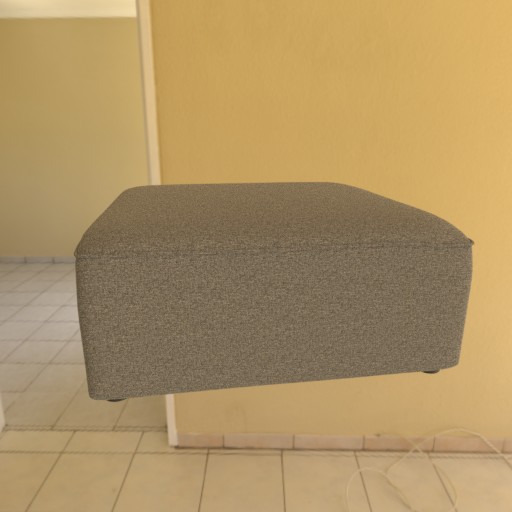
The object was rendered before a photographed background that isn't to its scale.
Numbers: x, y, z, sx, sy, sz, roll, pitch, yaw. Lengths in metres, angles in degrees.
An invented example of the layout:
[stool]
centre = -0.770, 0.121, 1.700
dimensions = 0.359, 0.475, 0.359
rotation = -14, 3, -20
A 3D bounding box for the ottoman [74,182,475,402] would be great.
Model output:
[ottoman]
centre = 0.000, 0.000, 1.578
dimensions = 1.005, 0.464, 1.015
rotation = -2, 16, -9
